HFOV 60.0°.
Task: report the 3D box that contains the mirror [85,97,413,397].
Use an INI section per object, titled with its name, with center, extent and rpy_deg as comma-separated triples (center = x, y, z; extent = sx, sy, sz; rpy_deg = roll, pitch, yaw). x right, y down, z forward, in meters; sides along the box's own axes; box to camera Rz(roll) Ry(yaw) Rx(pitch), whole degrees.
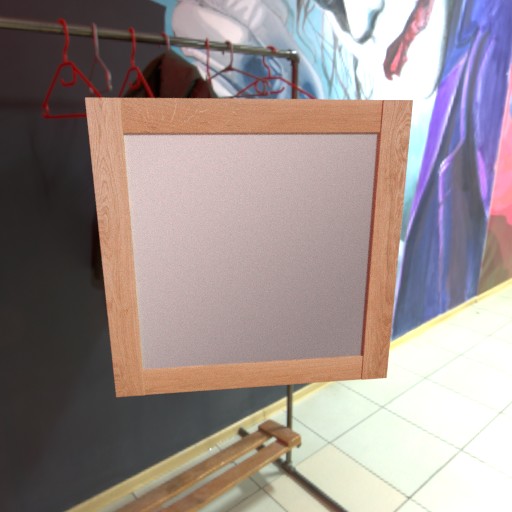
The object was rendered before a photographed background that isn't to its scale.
[mirror]
center = 0.000, 0.000, 1.197
extent = 0.800, 0.800, 0.020
rpy_deg = -2, 17, -7
